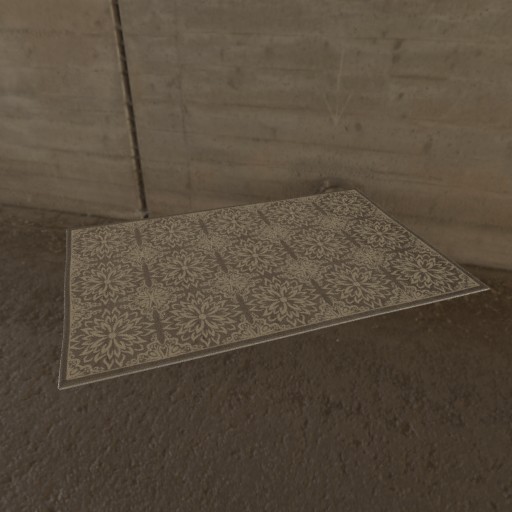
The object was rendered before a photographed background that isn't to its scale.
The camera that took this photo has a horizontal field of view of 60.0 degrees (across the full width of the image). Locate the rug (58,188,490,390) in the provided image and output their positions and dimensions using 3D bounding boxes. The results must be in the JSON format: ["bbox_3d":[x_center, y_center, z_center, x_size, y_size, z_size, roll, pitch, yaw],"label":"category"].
[{"bbox_3d":[0.000,0.000,3.367,2.746,0.018,1.819,-10,33,-16],"label":"rug"}]
